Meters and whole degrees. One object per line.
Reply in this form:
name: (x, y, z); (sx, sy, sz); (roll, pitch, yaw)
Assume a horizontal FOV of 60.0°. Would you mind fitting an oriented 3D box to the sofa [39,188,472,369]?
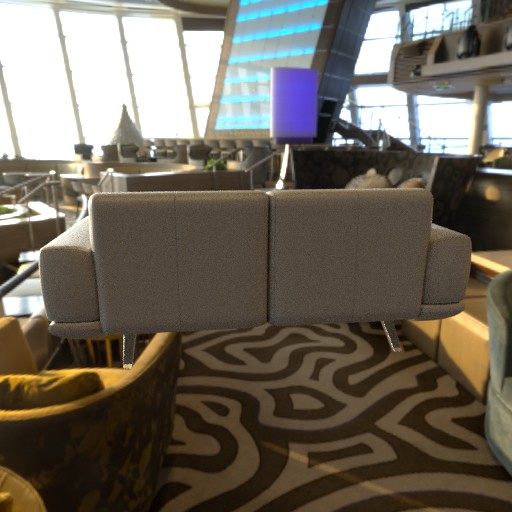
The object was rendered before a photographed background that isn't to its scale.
sofa: (0.000, 0.000, 2.348); (1.901, 0.772, 0.900); (-2, 15, -7)
